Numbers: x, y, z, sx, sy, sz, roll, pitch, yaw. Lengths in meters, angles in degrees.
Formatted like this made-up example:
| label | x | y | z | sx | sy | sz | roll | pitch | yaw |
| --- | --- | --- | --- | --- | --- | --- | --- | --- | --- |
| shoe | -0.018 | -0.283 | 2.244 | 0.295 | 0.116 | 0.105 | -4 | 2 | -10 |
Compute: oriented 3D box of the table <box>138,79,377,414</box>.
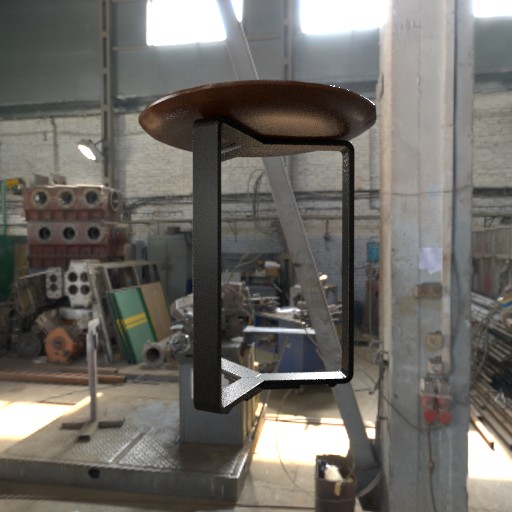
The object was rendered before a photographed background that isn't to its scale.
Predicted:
| label | x | y | z | sx | sy | sz | roll | pitch | yaw |
| --- | --- | --- | --- | --- | --- | --- | --- | --- | --- |
| table | 0.000 | 0.000 | 0.760 | 0.380 | 0.450 | 0.410 | -1 | 1 | -35 |
